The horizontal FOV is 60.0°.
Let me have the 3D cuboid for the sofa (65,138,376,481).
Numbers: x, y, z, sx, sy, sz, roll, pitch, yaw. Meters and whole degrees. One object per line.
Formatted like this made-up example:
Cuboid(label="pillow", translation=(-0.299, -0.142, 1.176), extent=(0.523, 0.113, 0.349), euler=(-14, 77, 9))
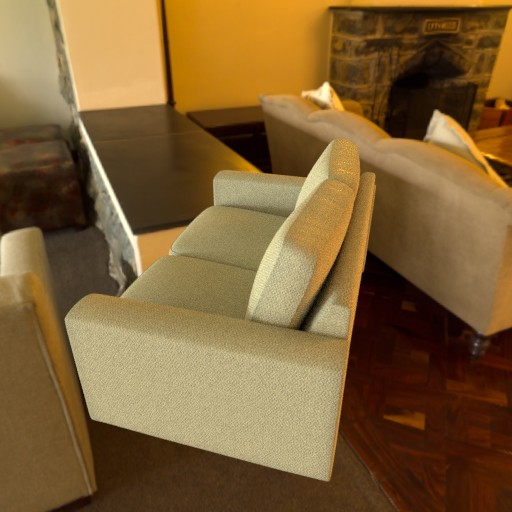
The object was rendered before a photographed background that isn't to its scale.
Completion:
Cuboid(label="sofa", translation=(0.000, 0.000, 2.152), extent=(1.016, 0.873, 1.616), euler=(8, 31, 14))
